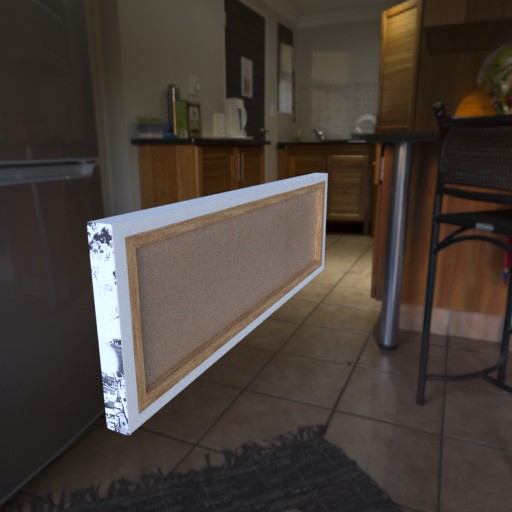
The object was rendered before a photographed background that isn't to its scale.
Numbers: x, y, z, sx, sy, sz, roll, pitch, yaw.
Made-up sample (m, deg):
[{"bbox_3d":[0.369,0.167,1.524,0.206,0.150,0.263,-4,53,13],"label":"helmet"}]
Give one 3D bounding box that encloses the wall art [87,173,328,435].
[{"bbox_3d":[0.000,0.000,0.836,0.036,0.256,0.766,7,17,25],"label":"wall art"}]
